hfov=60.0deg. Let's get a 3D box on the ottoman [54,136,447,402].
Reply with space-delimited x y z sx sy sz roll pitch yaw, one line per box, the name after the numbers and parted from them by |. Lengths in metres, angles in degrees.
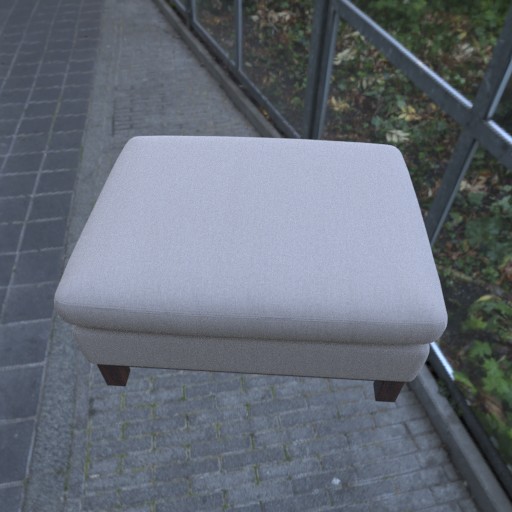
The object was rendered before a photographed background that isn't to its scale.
0.000 0.000 1.131 0.771 0.420 0.606 3 47 2 | ottoman
